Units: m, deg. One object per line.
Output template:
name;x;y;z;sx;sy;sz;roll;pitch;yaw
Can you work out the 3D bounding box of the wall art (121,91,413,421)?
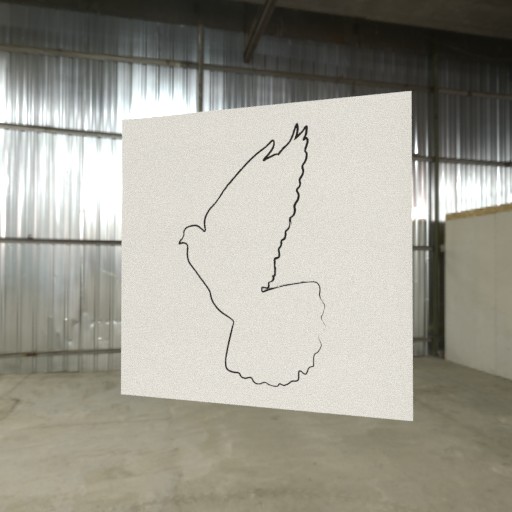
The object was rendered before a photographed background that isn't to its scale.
wall art;0.000;0.000;0.919;0.610;0.610;0.038;0;-1;16
